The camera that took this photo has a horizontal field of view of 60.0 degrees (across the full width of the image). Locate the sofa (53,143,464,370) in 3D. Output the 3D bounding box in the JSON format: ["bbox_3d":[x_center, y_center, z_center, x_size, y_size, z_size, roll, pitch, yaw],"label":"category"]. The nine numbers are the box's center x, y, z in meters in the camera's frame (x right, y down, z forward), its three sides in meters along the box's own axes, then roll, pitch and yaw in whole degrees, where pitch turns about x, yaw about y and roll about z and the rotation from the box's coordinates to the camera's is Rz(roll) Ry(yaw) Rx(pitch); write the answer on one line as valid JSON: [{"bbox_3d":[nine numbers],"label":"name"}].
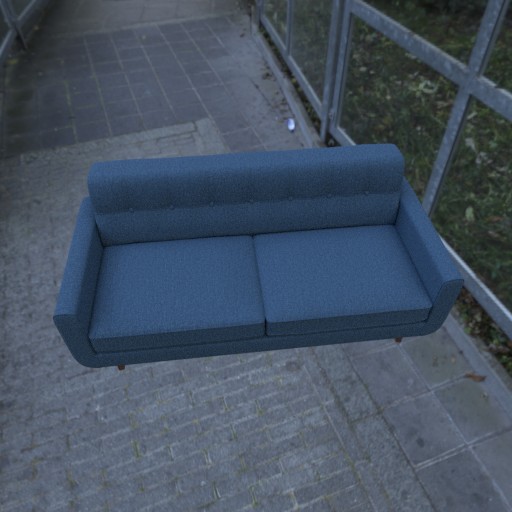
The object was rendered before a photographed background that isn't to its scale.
[{"bbox_3d":[0.000,0.000,2.602,2.055,0.884,0.942,-5,46,-5],"label":"sofa"}]
